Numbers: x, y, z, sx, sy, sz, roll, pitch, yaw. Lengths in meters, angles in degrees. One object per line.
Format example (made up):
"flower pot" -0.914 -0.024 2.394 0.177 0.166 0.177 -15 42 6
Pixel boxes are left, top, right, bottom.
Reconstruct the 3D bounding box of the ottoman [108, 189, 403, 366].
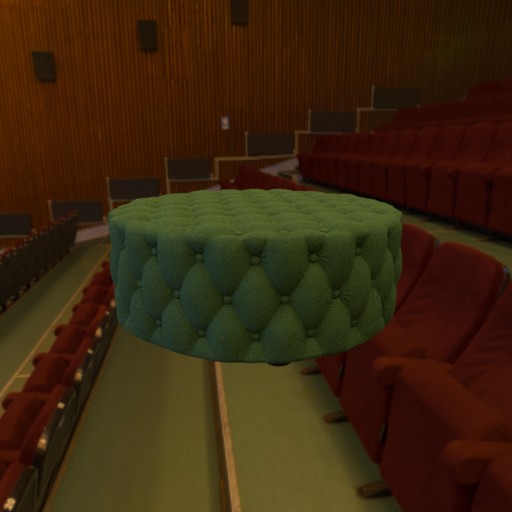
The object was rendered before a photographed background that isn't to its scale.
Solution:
"ottoman" 0.000 0.000 1.591 0.998 0.399 0.998 0 15 0
